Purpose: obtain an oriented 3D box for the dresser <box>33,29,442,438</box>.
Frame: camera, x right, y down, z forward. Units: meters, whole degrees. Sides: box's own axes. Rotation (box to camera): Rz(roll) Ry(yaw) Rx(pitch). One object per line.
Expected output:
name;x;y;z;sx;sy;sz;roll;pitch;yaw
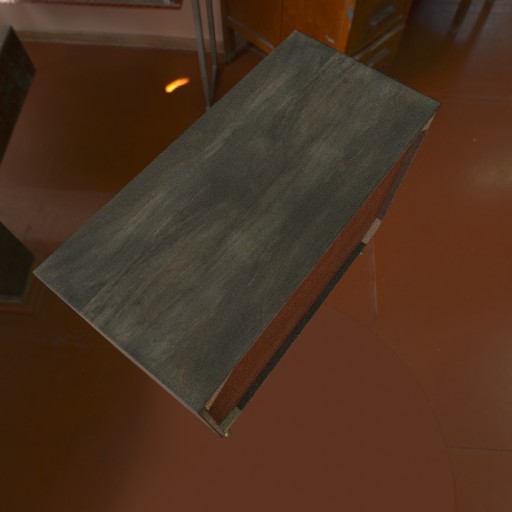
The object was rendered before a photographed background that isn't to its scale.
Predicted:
dresser;0.000;0.000;1.360;0.453;0.801;0.923;35;69;16
